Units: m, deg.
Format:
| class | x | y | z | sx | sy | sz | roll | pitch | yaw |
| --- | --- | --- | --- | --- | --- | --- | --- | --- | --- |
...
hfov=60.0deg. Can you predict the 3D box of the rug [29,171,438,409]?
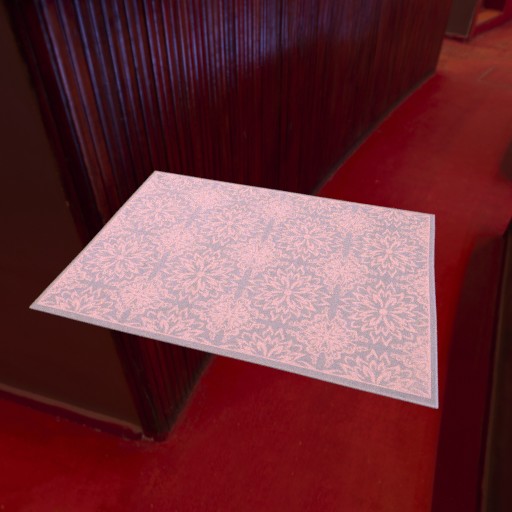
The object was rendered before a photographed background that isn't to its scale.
| class | x | y | z | sx | sy | sz | roll | pitch | yaw |
| --- | --- | --- | --- | --- | --- | --- | --- | --- | --- |
| rug | 0.000 | 0.000 | 2.840 | 2.205 | 0.014 | 1.589 | 11 | 42 | 12 |
